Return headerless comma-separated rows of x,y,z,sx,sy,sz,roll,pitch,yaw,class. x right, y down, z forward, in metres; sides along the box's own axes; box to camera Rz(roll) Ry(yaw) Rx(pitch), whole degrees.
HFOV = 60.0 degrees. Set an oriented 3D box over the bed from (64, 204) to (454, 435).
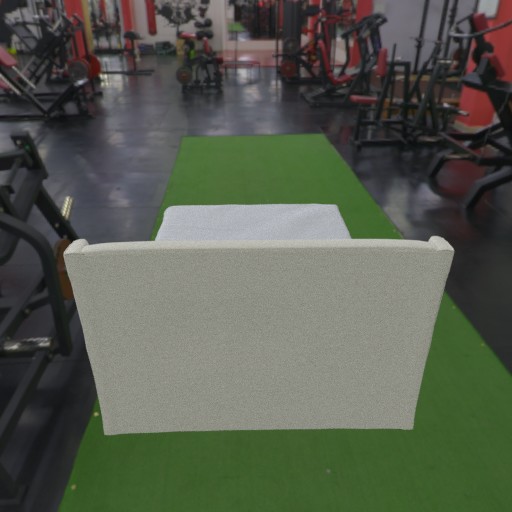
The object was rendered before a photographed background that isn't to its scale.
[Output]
0.000,0.000,3.428,1.925,1.332,2.276,-1,29,-1,bed
